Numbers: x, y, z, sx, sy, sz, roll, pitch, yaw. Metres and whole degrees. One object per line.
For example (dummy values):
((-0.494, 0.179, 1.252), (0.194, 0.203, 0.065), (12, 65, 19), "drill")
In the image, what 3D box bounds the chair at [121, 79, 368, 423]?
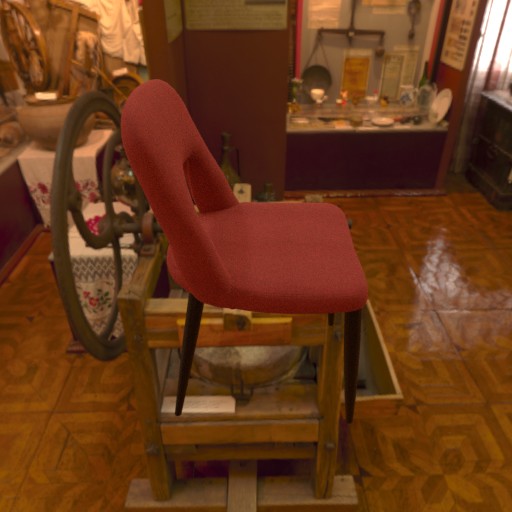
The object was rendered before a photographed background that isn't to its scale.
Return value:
((0.000, 0.000, 1.226), (0.569, 0.892, 0.483), (0, 33, 1), "chair")
